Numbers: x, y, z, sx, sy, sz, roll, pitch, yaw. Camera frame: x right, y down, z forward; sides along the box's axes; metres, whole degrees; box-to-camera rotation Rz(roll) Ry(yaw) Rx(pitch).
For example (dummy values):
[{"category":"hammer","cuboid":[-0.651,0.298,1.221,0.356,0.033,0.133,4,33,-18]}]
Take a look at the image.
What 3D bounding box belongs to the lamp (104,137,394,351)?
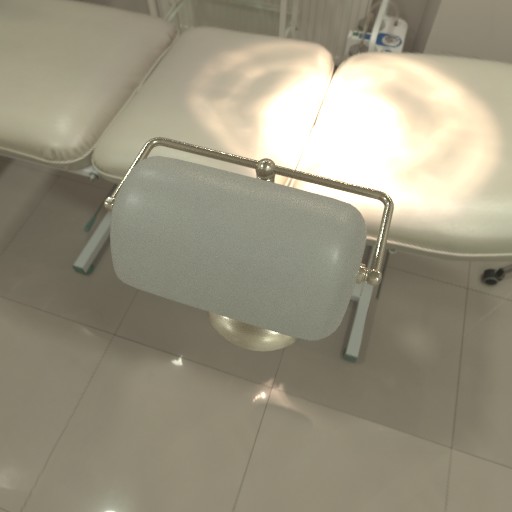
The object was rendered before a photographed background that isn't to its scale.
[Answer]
[{"category":"lamp","cuboid":[0.000,0.000,0.530,0.264,0.339,0.243,16,60,9]}]
